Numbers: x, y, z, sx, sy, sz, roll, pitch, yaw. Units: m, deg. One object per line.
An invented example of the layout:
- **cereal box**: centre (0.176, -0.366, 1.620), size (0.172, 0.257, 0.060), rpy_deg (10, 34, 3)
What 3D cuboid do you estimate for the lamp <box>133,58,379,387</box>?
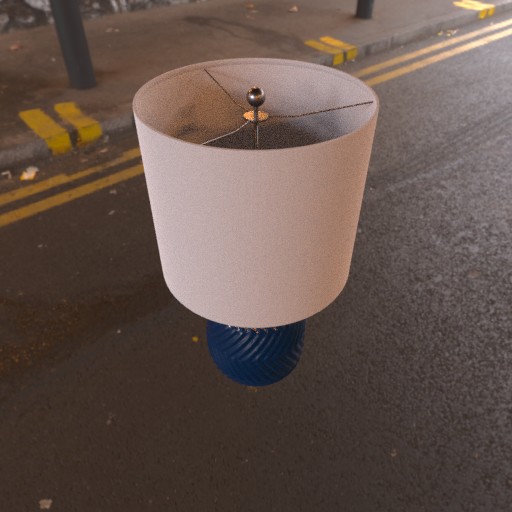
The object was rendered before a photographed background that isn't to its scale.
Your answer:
- **lamp**: centre (0.000, 0.000, 0.488), size (0.203, 0.368, 0.203), rpy_deg (-1, 40, -1)
